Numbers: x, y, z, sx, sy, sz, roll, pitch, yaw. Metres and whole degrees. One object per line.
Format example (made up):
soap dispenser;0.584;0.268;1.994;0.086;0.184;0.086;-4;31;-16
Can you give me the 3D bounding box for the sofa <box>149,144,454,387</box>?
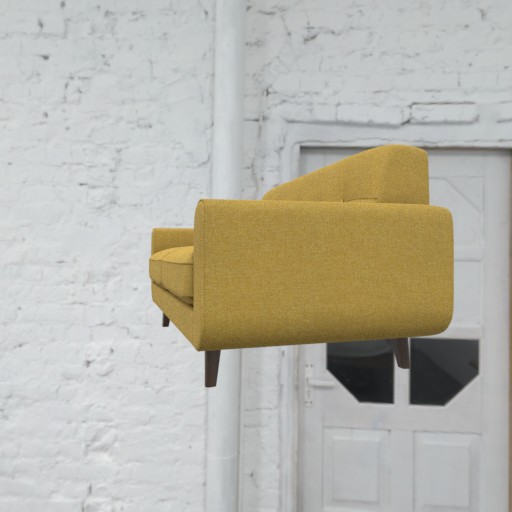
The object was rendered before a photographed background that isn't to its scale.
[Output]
sofa;0.000;0.000;2.147;0.909;0.841;1.631;0;0;-18
